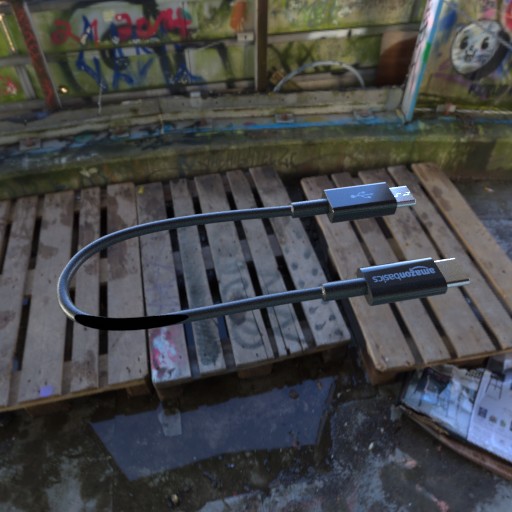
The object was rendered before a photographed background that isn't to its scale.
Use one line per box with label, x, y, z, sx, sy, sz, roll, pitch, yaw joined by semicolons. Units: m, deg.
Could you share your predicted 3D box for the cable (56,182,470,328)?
cable;0.000;0.000;0.114;0.098;0.006;0.040;-8;48;-7
